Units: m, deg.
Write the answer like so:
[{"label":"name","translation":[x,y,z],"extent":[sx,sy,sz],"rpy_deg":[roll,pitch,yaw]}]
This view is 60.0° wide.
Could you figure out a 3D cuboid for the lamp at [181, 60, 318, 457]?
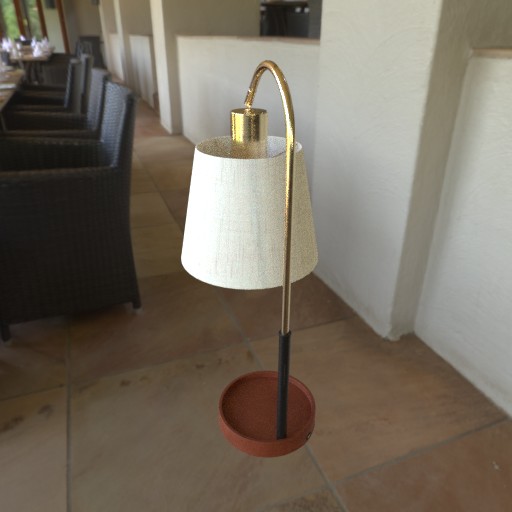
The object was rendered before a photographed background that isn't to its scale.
[{"label":"lamp","translation":[0.000,0.000,0.657],"extent":[0.211,0.536,0.273],"rpy_deg":[-8,28,-16]}]
